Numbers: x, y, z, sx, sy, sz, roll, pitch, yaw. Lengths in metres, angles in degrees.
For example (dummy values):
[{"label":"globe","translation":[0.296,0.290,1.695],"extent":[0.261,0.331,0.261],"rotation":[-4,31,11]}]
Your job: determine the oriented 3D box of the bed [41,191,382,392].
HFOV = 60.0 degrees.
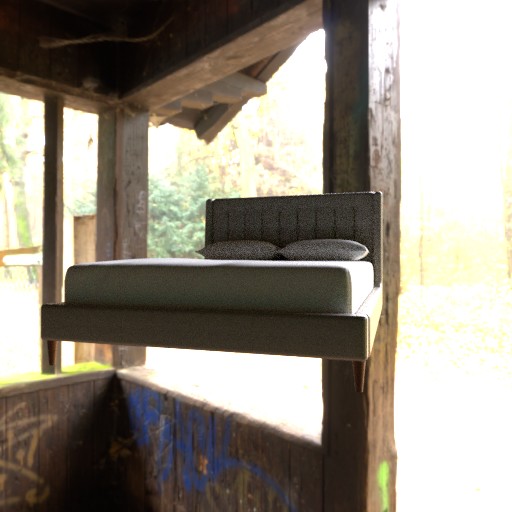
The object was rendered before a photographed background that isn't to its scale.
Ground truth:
[{"label":"bed","translation":[0.000,0.000,3.108],"extent":[1.656,1.147,2.232],"rotation":[0,0,17]}]
